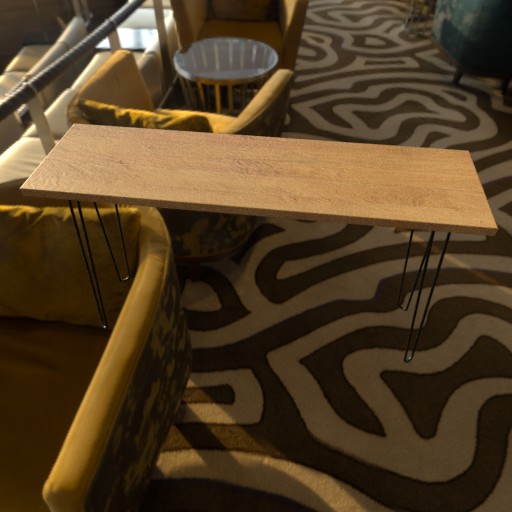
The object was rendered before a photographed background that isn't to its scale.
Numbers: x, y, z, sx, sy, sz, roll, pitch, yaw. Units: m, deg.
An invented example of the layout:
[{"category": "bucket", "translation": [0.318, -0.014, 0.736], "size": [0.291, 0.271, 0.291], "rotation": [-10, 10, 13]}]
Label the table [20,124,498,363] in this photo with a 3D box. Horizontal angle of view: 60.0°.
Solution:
[{"category": "table", "translation": [0.000, 0.000, 1.708], "size": [1.400, 0.799, 0.399], "rotation": [5, 46, 5]}]
